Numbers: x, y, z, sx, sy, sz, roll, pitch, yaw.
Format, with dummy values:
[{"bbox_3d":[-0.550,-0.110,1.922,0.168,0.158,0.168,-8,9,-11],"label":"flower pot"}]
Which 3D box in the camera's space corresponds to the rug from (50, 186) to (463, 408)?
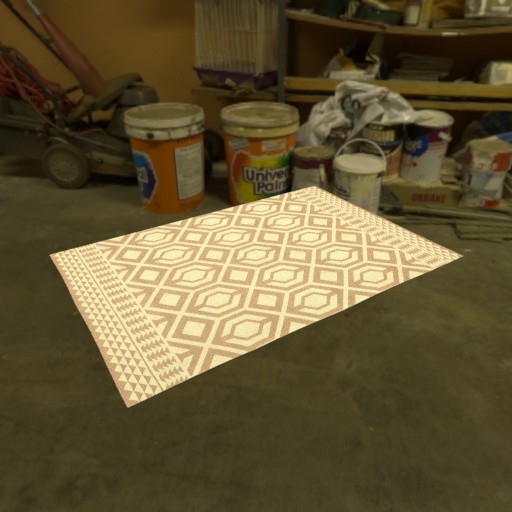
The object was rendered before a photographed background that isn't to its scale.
[{"bbox_3d":[0.000,0.000,2.352,1.829,0.008,1.219,-18,35,-28],"label":"rug"}]
